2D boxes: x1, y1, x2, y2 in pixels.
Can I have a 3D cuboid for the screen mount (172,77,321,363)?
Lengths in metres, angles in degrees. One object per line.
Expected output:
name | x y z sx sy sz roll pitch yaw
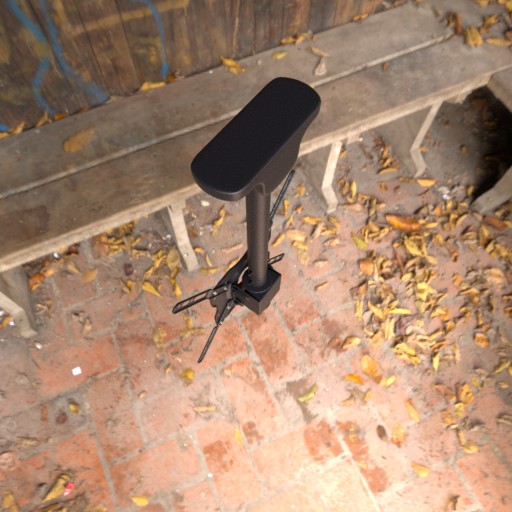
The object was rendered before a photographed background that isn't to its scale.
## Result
screen mount | 0.000 0.000 0.893 0.090 0.729 0.393 33 68 15
